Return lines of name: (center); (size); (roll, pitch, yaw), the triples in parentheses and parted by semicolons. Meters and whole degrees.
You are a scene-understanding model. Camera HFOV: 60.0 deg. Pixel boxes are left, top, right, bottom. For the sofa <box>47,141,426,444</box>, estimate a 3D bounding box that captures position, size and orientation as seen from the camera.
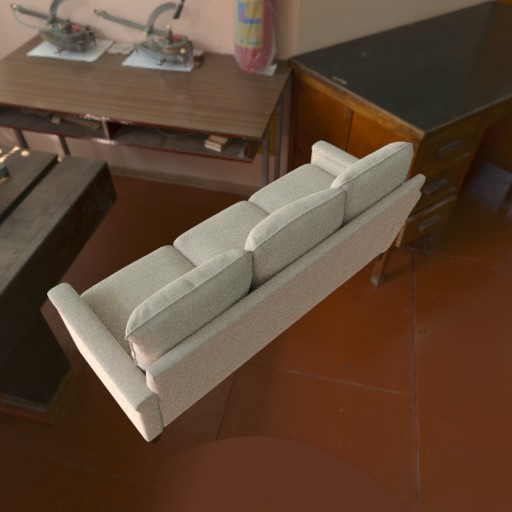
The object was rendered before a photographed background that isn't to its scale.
sofa: (0.000, 0.000, 2.396); (1.925, 0.961, 0.828); (-34, 55, -28)
